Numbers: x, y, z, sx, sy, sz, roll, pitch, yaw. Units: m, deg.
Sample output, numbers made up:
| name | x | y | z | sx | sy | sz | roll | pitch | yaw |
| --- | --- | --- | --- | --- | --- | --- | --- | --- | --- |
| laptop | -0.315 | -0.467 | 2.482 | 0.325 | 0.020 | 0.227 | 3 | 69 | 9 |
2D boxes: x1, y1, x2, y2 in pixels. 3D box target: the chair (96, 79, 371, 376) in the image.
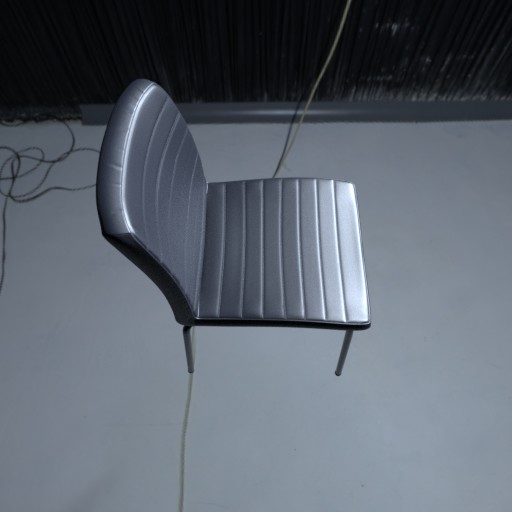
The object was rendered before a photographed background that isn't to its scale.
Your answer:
| name | x | y | z | sx | sy | sz | roll | pitch | yaw |
| --- | --- | --- | --- | --- | --- | --- | --- | --- | --- |
| chair | 0.000 | 0.000 | 1.192 | 0.572 | 0.872 | 0.450 | 0 | 63 | 0 |
